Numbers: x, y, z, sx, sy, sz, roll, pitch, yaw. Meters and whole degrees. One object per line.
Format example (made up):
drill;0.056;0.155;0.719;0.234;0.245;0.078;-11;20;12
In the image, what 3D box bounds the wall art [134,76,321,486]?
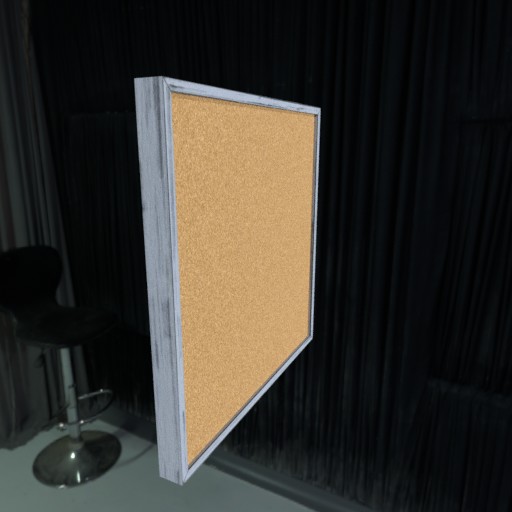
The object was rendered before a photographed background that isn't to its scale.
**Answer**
wall art;0.000;0.000;0.748;0.038;0.506;0.506;7;16;26
